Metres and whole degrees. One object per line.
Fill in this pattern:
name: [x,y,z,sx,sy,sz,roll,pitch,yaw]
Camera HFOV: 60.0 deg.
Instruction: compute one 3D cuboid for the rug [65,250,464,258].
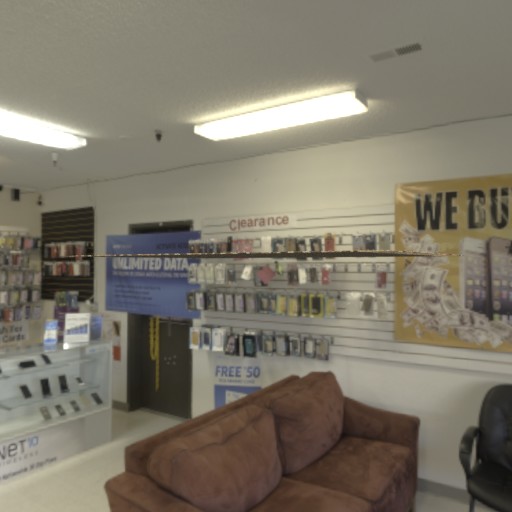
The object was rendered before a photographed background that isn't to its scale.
rug: [0.000,0.000,3.112,2.438,0.008,1.524,-1,-1,36]
